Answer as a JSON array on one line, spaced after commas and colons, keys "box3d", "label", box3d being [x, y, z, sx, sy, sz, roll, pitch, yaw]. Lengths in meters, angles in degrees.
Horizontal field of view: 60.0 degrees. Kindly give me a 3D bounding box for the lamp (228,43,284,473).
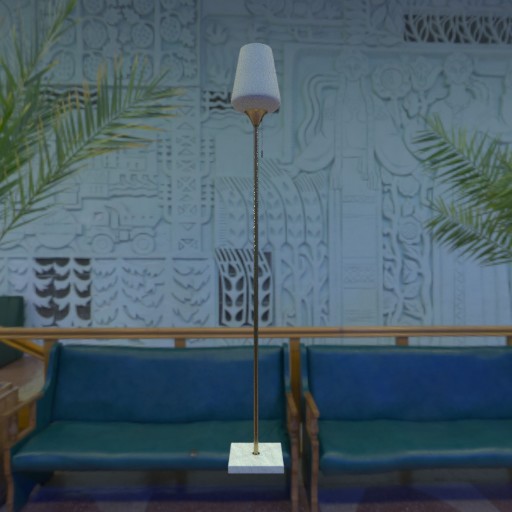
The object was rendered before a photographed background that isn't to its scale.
[{"box3d": [0.000, 0.000, 1.959, 0.232, 1.813, 0.229, 0, 0, 0], "label": "lamp"}]
